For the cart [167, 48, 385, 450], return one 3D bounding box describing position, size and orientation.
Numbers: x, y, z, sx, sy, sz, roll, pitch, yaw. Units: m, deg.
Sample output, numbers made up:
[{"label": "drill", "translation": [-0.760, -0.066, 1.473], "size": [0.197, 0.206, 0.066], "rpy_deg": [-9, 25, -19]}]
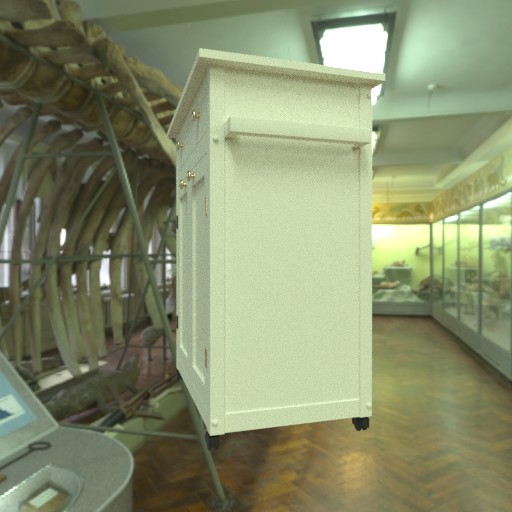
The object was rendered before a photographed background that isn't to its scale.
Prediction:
[{"label": "cart", "translation": [0.000, 0.000, 1.293], "size": [0.442, 0.864, 0.683], "rpy_deg": [0, 0, -17]}]
